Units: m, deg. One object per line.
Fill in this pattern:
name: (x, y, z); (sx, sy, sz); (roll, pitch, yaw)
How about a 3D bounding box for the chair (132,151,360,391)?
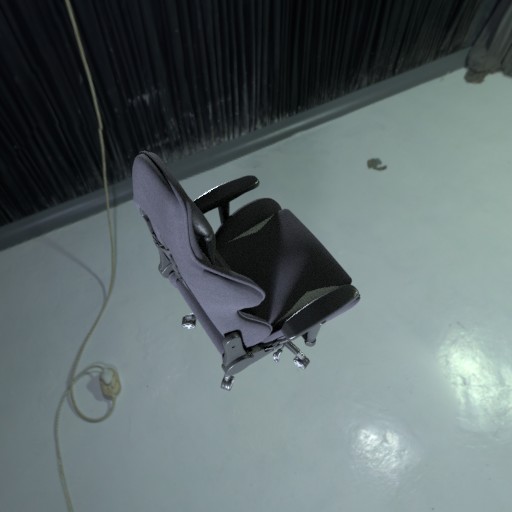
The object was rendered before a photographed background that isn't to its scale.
chair: (0.000, 0.000, 1.720); (0.695, 1.300, 0.730); (-30, 62, -17)
